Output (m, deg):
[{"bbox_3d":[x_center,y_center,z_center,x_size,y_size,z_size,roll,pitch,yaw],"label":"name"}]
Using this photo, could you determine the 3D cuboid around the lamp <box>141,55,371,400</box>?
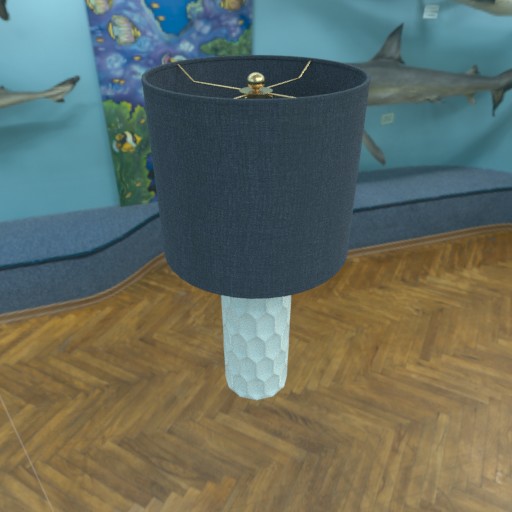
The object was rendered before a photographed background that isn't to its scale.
[{"bbox_3d":[0.000,0.000,0.690,0.277,0.537,0.277,-9,34,-13],"label":"lamp"}]
